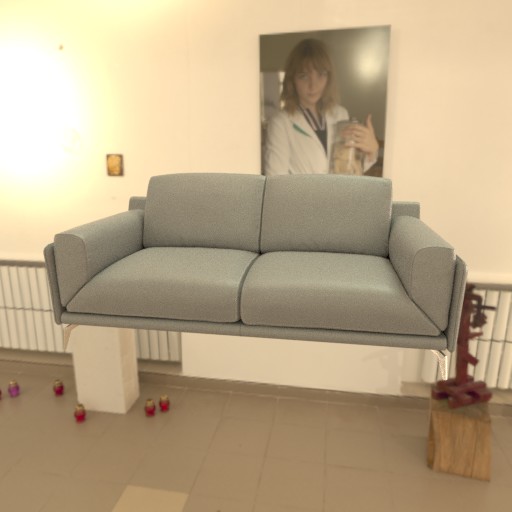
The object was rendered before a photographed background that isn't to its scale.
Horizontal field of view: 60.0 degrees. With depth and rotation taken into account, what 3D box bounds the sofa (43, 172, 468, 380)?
[{"bbox_3d":[0.000,0.000,2.648,2.101,0.930,1.049,2,14,9],"label":"sofa"}]
